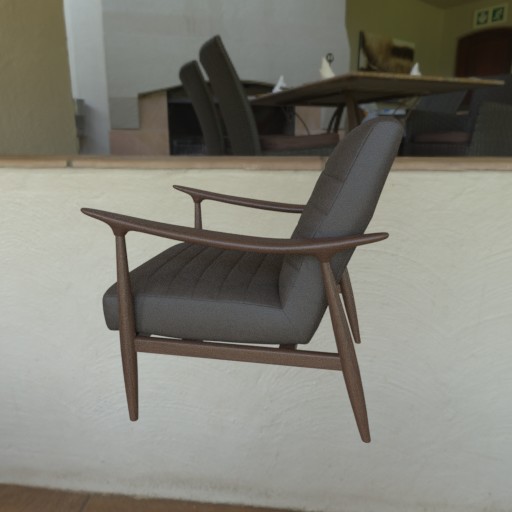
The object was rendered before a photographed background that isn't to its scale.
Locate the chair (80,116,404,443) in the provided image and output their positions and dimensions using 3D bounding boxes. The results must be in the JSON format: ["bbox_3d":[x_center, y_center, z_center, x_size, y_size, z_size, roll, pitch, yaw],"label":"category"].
[{"bbox_3d":[0.000,0.000,1.432,0.798,0.831,0.741,3,14,10],"label":"chair"}]
